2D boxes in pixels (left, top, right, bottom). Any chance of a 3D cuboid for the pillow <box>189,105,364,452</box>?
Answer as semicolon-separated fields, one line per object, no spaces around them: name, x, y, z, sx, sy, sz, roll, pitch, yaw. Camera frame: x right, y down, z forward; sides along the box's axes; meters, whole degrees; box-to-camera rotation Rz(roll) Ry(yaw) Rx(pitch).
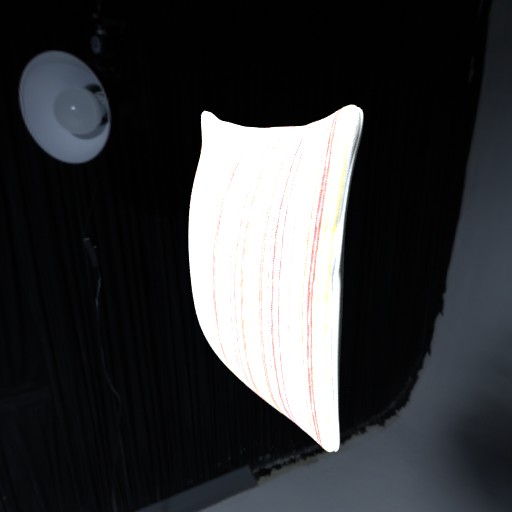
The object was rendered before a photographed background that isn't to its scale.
pillow;0.000;0.000;0.707;0.191;0.449;0.451;-8;18;-26
